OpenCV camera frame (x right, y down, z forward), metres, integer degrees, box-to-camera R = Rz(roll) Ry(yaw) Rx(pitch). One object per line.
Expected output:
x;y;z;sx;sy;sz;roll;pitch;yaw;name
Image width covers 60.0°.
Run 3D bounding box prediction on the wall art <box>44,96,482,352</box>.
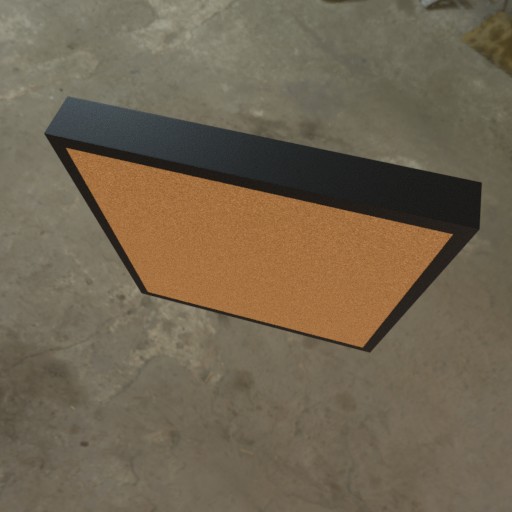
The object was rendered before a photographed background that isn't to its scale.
0.000;0.000;0.443;0.305;0.304;0.038;14;64;7;wall art
